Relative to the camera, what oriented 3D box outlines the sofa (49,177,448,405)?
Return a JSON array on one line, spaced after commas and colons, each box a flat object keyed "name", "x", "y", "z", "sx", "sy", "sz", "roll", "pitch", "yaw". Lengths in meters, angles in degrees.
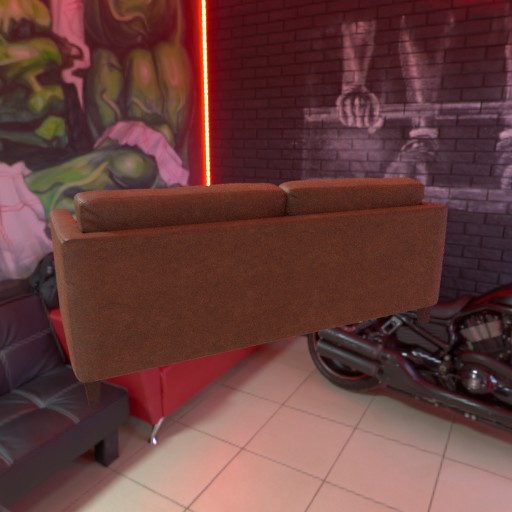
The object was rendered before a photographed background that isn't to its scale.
[{"name": "sofa", "x": 0.000, "y": 0.000, "z": 2.693, "sx": 2.204, "sy": 0.932, "sz": 0.950, "roll": -7, "pitch": 16, "yaw": -26}]
